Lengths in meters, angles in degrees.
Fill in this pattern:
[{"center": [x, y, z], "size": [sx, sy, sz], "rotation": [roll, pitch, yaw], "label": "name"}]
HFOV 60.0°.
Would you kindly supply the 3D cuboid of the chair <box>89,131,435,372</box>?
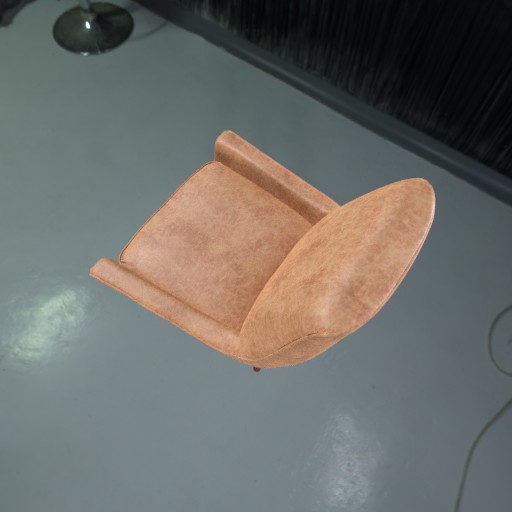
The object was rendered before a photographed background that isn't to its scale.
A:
[{"center": [0.000, 0.000, 1.489], "size": [0.851, 0.883, 0.753], "rotation": [32, 68, 15], "label": "chair"}]
